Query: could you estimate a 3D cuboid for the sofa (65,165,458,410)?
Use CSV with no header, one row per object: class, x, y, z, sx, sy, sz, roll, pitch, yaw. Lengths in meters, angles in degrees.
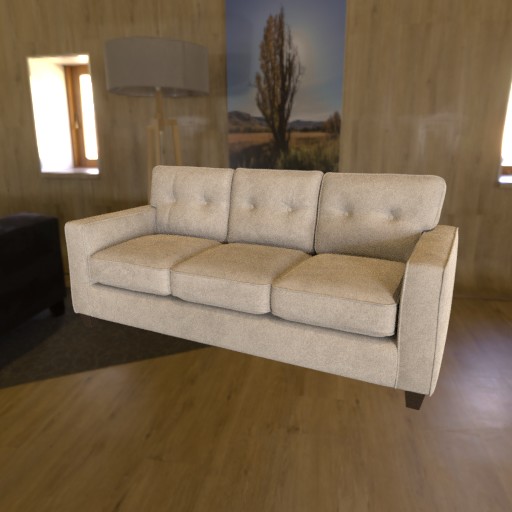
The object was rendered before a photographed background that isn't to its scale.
sofa,0.000,0.000,2.606,2.133,0.965,0.939,7,17,25
